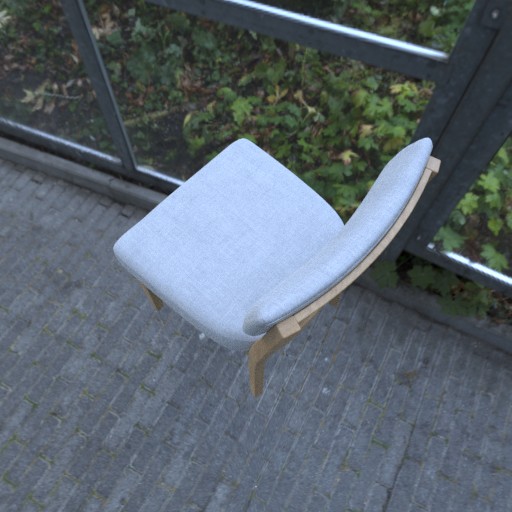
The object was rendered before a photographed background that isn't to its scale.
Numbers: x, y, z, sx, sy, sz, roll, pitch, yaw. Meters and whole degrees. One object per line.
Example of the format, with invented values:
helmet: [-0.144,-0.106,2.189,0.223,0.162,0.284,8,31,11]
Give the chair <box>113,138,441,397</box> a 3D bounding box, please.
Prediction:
chair: [0.000,0.000,1.172,0.572,0.832,0.508,38,69,18]
